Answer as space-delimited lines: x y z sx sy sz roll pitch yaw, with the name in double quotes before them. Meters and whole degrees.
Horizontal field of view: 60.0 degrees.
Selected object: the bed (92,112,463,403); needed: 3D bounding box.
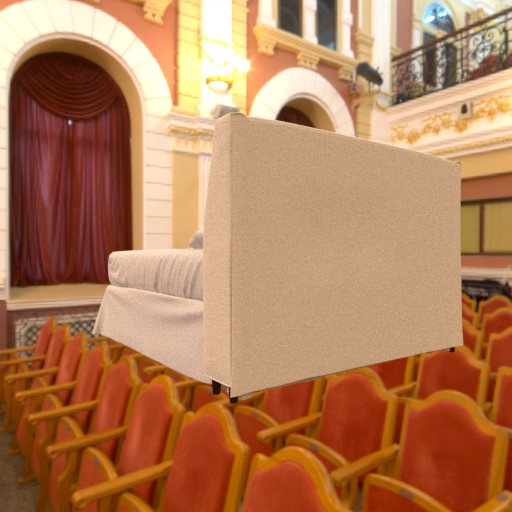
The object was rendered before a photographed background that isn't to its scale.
"bed" 0.000 0.000 3.422 1.925 1.332 2.276 0 0 -36
